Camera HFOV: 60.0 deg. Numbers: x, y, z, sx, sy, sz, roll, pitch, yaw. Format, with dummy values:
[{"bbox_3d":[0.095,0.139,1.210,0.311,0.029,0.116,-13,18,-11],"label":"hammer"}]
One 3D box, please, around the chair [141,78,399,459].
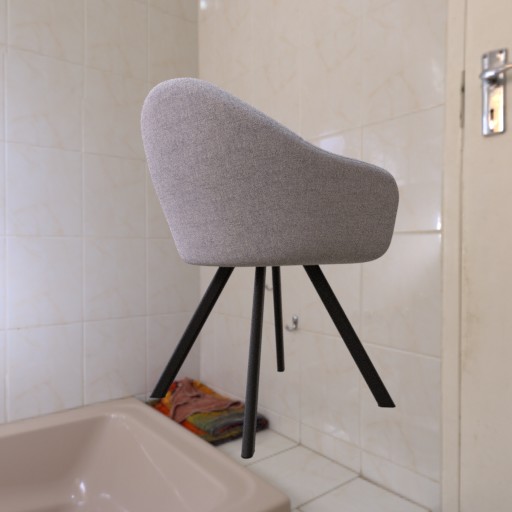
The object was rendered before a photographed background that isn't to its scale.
[{"bbox_3d":[0.000,0.000,1.156,0.570,0.780,0.540,-1,1,-37],"label":"chair"}]
